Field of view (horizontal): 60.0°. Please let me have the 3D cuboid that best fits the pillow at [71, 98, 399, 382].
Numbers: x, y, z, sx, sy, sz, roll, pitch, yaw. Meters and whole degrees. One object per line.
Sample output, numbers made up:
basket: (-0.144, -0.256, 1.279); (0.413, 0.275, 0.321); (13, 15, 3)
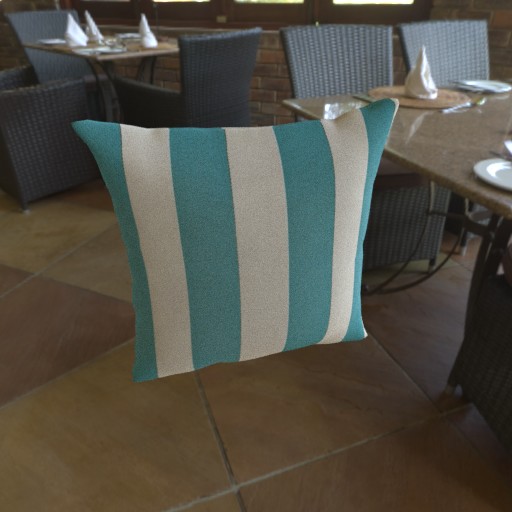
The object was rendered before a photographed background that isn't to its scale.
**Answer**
pillow: (0.000, 0.000, 0.814); (0.536, 0.526, 0.189); (-9, 32, -15)
